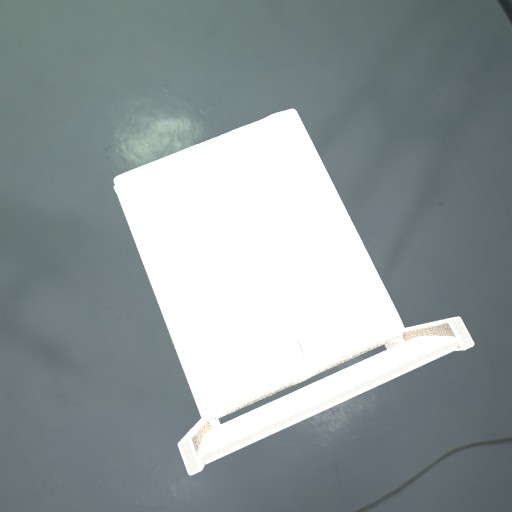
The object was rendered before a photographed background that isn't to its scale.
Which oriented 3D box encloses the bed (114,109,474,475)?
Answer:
[{"bbox_3d":[0.000,0.000,3.428,1.778,1.471,2.293,-23,78,-5],"label":"bed"}]
